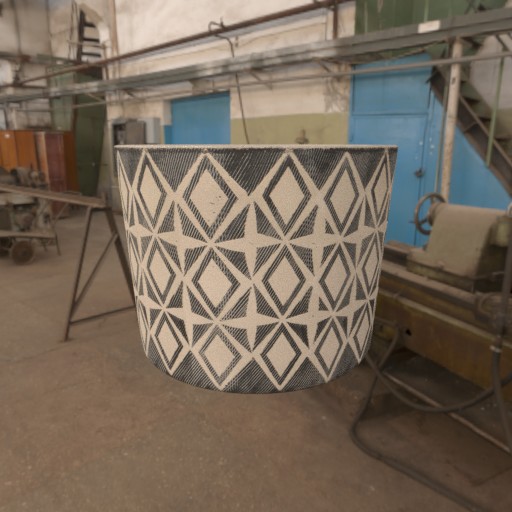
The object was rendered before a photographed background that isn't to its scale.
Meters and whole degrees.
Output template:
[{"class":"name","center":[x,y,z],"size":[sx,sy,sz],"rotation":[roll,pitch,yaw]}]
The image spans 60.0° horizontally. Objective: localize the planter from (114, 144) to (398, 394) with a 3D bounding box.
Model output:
[{"class":"planter","center":[0.000,0.000,0.452],"size":[0.260,0.220,0.260],"rotation":[0,14,0]}]
